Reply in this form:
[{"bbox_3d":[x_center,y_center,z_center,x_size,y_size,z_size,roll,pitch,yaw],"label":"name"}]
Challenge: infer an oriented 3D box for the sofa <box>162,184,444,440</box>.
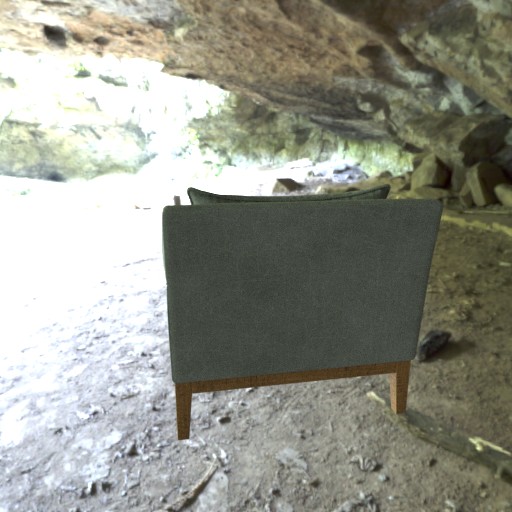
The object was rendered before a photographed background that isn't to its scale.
[{"bbox_3d":[0.000,0.000,2.262,0.894,0.859,1.779,-3,15,-10],"label":"sofa"}]
